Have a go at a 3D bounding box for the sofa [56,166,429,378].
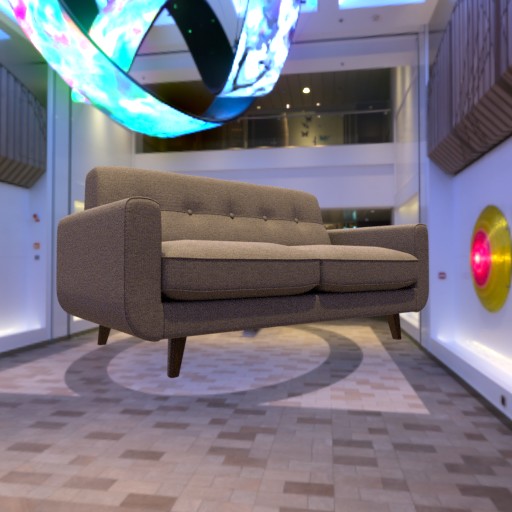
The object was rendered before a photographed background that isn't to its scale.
[{"bbox_3d":[0.000,0.000,2.168,1.631,0.841,0.909,1,-1,-37],"label":"sofa"}]
